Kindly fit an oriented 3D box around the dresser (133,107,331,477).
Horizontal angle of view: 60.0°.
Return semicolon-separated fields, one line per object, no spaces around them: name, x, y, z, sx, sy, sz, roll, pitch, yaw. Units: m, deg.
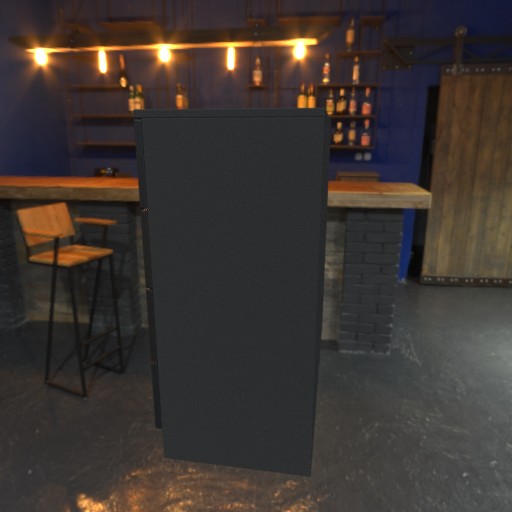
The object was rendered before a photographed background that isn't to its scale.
dresser;0.000;0.000;1.200;0.360;0.720;0.750;3;16;10
